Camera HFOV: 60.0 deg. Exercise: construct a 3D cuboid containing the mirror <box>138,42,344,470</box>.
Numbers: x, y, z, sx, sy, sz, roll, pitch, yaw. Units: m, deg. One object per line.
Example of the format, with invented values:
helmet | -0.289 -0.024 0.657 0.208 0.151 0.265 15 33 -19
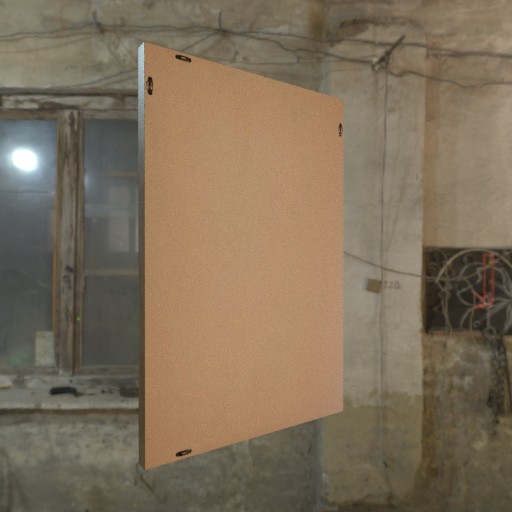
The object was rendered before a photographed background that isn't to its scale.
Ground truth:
mirror | 0.000 0.000 1.136 0.609 0.915 0.041 0 0 -36
